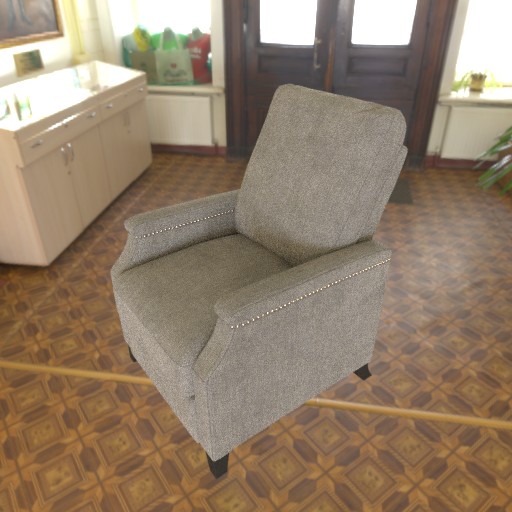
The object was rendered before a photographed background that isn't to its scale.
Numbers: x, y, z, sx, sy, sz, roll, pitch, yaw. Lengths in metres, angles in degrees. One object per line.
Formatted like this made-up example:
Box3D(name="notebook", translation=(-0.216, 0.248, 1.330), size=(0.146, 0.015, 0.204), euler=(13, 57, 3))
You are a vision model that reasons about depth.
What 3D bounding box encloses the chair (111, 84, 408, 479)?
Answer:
Box3D(name="chair", translation=(0.000, 0.000, 1.603), size=(0.922, 1.049, 0.710), euler=(-21, 37, -31))
